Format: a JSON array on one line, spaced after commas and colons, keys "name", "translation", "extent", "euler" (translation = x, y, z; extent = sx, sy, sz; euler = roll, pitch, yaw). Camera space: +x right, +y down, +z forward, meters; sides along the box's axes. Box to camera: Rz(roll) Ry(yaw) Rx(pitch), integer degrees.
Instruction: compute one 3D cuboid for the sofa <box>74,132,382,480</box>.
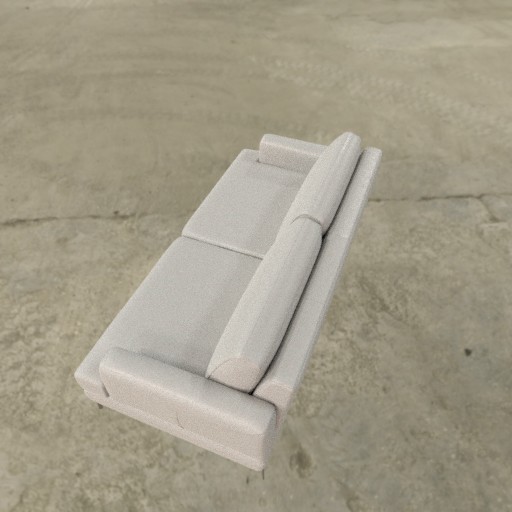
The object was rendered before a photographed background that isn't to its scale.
[{"name": "sofa", "translation": [0.000, 0.000, 2.421], "extent": [0.974, 0.765, 1.940], "euler": [16, 49, 15]}]
